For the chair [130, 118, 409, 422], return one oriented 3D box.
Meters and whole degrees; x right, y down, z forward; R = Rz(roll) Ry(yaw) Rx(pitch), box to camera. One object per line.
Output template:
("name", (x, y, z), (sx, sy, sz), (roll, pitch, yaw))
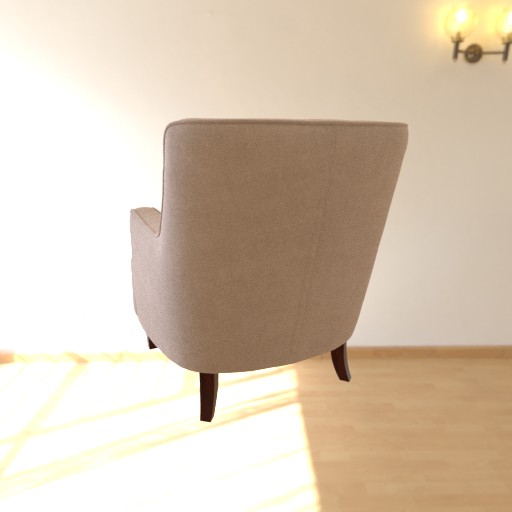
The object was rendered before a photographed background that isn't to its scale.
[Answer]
("chair", (0.000, 0.000, 1.598), (0.781, 0.920, 0.910), (-7, 16, -25))
